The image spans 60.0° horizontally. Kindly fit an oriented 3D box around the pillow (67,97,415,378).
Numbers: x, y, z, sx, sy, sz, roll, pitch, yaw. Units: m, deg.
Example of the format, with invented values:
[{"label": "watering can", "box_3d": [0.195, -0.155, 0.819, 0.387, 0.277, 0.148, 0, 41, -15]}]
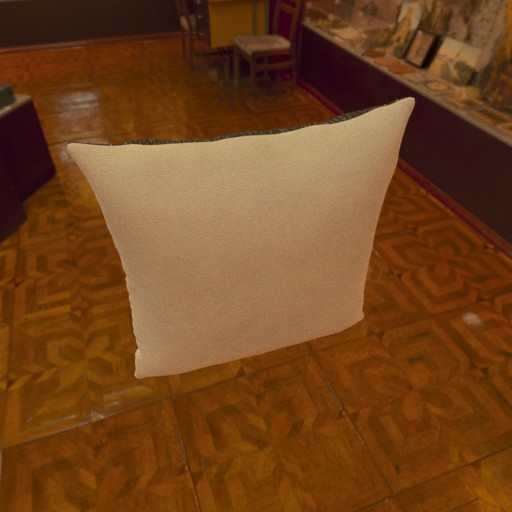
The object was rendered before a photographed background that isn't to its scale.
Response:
[{"label": "pillow", "box_3d": [0.000, 0.000, 0.666, 0.433, 0.434, 0.196, -12, 42, -13]}]
